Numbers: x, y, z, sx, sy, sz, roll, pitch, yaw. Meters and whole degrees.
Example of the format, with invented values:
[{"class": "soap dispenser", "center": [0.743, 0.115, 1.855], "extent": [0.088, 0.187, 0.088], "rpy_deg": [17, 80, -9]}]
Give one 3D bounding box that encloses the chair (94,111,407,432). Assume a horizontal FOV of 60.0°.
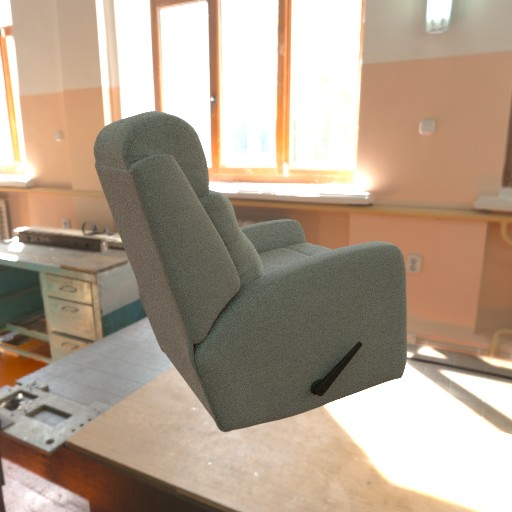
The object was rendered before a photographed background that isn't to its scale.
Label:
[{"class": "chair", "center": [0.000, 0.000, 1.693], "extent": [1.043, 1.013, 0.798], "rpy_deg": [-7, 15, -27]}]
